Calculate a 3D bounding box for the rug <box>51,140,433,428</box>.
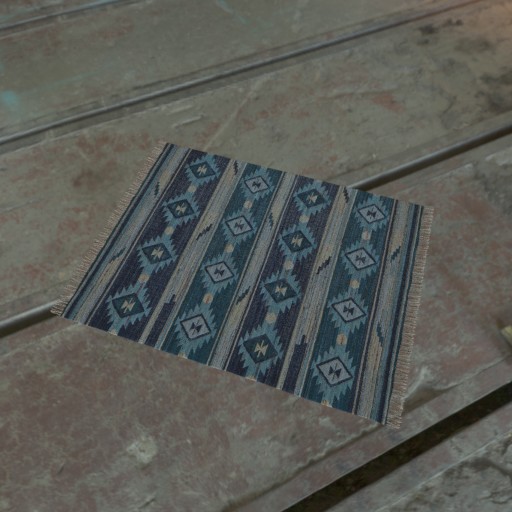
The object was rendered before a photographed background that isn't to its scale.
[{"bbox_3d":[0.000,0.000,4.489,3.307,0.047,2.418,16,59,10],"label":"rug"}]
